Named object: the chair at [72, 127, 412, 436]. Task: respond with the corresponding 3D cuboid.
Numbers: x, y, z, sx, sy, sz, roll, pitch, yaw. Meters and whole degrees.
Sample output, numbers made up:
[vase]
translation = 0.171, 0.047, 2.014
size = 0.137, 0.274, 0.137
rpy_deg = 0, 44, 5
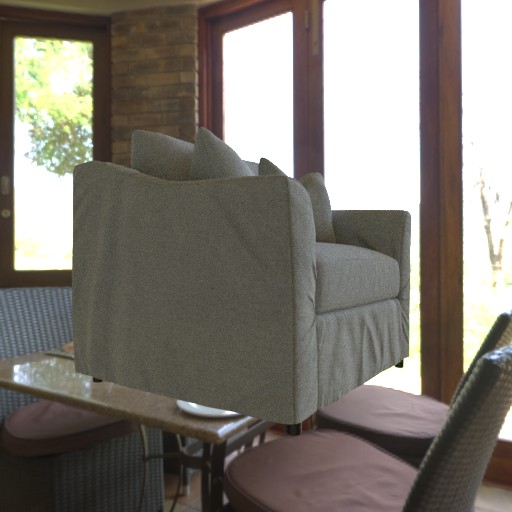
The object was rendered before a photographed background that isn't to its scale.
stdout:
[chair]
translation = 0.000, 0.000, 1.999
size = 1.071, 1.059, 1.194
rpy_deg = 0, -1, 35
